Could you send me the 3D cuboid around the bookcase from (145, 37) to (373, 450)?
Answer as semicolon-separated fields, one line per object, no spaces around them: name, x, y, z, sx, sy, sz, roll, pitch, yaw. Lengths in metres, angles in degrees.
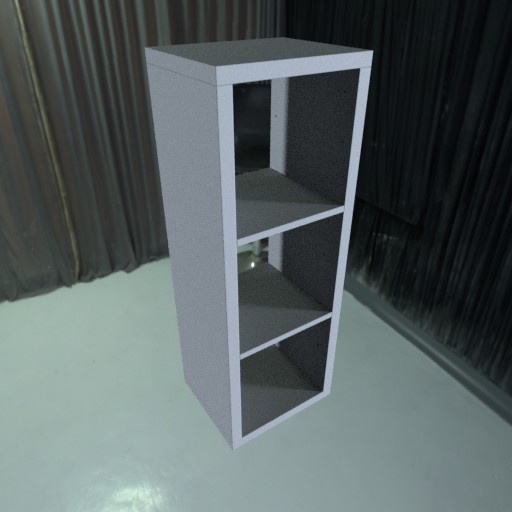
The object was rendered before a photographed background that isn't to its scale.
bookcase;0.000;0.000;1.267;0.390;1.080;0.330;-19;36;-28
